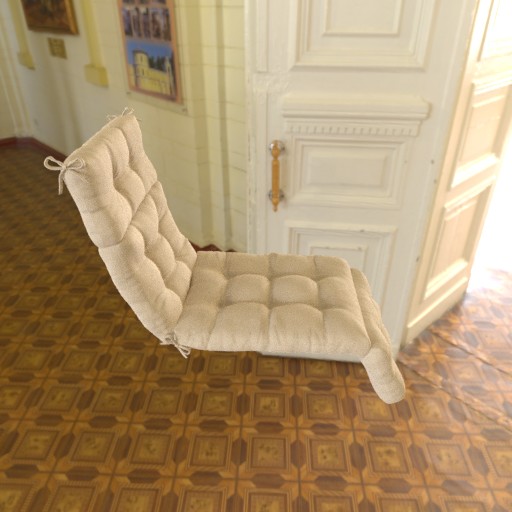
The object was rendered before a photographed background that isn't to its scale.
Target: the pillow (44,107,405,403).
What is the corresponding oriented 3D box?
[{"bbox_3d":[0.000,0.000,1.480,1.016,0.863,0.526,1,31,2],"label":"pillow"}]
